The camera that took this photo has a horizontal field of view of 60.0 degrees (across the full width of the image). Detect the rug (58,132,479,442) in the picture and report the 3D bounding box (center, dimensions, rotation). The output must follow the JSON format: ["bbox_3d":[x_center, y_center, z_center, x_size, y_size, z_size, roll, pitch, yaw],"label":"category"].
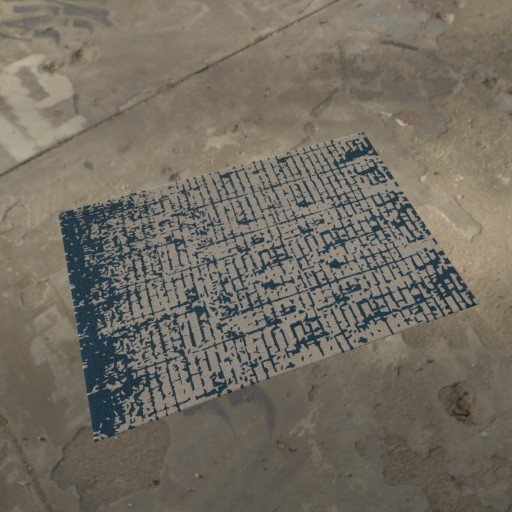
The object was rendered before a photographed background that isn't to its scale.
[{"bbox_3d":[0.000,0.000,2.251,1.828,0.007,1.220,-17,61,-10],"label":"rug"}]
